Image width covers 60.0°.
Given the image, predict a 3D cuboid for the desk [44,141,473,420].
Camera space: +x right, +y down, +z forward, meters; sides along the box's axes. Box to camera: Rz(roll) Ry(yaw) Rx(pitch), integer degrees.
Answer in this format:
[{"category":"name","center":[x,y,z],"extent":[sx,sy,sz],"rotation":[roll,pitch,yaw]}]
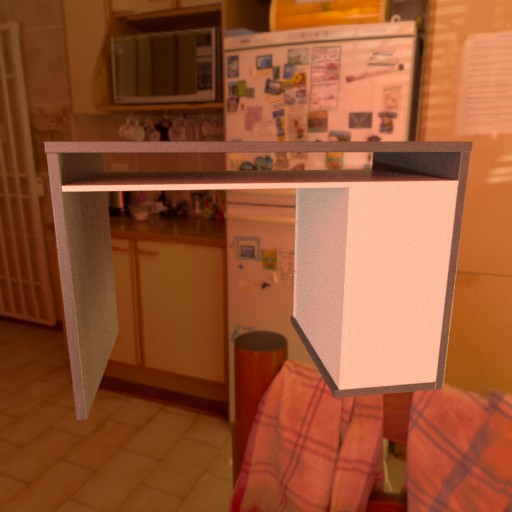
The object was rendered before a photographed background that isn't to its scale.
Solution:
[{"category":"desk","center":[0.000,0.000,1.502],"extent":[1.100,0.750,0.600],"rotation":[-2,14,-8]}]
